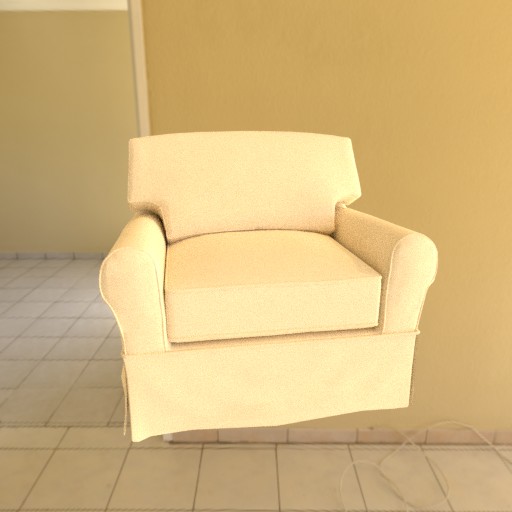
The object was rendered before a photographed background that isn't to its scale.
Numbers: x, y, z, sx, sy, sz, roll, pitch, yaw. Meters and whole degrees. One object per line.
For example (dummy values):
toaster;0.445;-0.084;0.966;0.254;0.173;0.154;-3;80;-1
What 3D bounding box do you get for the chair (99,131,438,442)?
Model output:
chair;0.000;0.000;1.784;1.099;0.958;0.904;-3;17;-9
